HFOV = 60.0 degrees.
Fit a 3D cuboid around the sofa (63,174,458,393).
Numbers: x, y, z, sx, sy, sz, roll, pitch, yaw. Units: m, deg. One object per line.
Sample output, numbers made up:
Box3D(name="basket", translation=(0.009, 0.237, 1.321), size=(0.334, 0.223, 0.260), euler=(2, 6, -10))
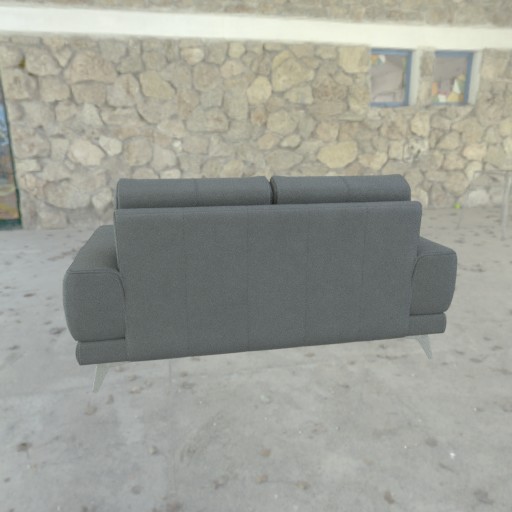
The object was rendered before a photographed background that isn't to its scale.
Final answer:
Box3D(name="sofa", translation=(0.000, 0.000, 2.408), size=(1.806, 0.907, 1.018), euler=(-3, 15, -11))
